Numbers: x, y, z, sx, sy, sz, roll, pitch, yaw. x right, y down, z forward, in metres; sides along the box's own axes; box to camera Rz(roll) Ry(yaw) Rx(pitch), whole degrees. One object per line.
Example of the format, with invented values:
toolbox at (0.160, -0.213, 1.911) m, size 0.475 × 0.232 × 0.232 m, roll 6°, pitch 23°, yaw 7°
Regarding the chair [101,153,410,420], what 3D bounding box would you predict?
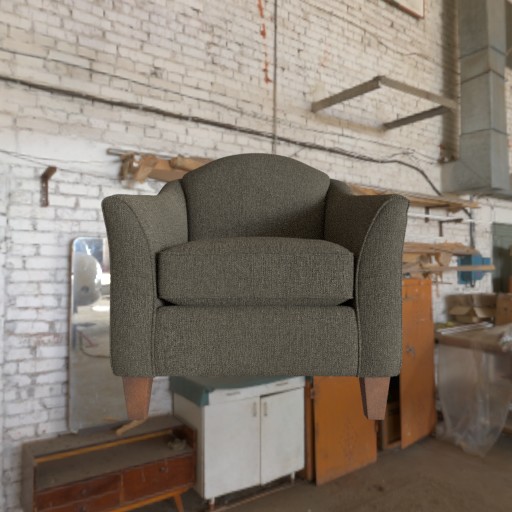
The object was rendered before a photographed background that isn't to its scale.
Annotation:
chair at (0.000, 0.000, 1.452) m, size 0.763 × 0.839 × 0.787 m, roll 0°, pitch -1°, yaw 0°
